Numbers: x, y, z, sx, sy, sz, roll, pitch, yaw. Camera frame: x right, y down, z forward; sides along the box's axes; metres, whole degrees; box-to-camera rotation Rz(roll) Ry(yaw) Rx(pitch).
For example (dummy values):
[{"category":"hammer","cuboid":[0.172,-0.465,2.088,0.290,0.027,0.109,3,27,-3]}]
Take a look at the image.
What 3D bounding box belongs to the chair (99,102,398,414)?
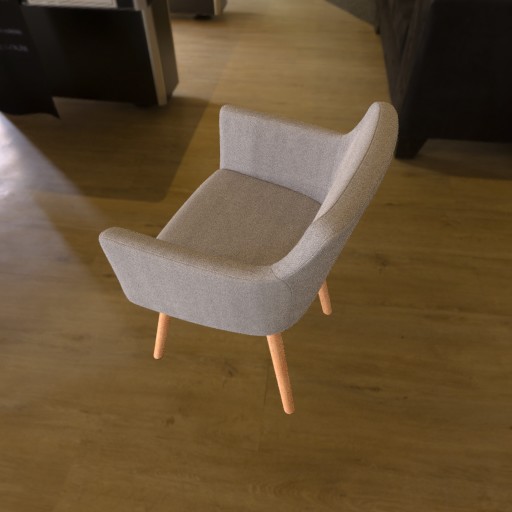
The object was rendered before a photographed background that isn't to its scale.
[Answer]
[{"category":"chair","cuboid":[0.000,0.000,1.162,0.540,0.780,0.570,18,50,16]}]
